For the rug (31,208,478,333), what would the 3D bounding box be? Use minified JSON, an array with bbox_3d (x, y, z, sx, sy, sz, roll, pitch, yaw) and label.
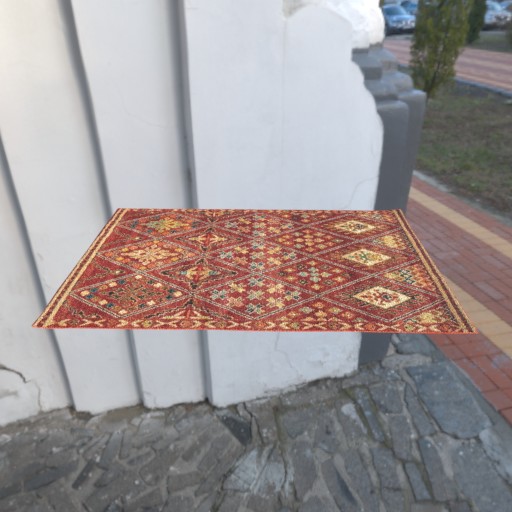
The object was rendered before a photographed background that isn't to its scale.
[{"bbox_3d":[0.000,0.000,2.911,2.286,0.026,1.521,1,30,1],"label":"rug"}]
